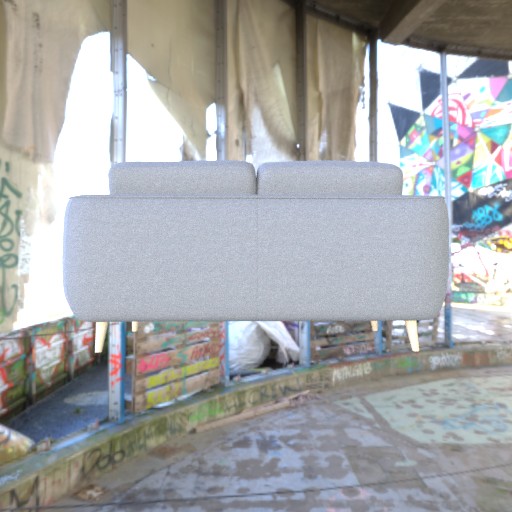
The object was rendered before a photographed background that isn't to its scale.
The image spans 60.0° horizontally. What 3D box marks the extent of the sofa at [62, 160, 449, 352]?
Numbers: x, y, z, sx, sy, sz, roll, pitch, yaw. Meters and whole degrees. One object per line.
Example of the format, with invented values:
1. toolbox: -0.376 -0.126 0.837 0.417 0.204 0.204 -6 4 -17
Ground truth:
1. sofa: 0.000 0.000 2.258 1.700 0.850 0.920 0 -1 -1
